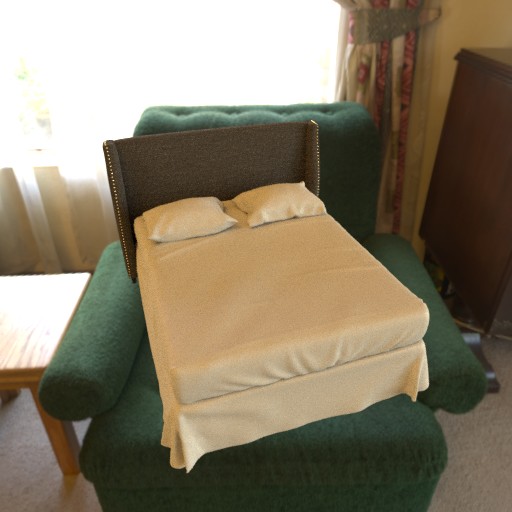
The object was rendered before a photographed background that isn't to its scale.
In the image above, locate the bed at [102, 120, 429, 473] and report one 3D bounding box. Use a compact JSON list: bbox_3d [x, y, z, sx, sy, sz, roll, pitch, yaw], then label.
[{"bbox_3d":[0.000,0.000,3.348,1.925,1.332,2.276,-10,34,-16],"label":"bed"}]
